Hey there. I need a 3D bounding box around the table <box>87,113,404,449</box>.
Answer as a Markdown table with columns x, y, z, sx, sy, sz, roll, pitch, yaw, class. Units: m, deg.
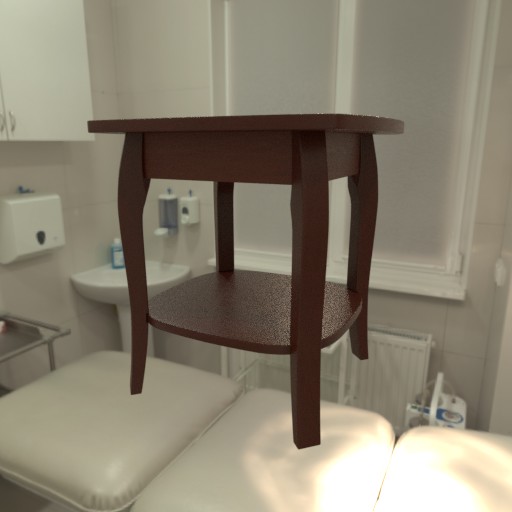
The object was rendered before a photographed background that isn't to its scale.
| x | y | z | sx | sy | sz | roll | pitch | yaw | class |
| --- | --- | --- | --- | --- | --- | --- | --- | --- | --- |
| 0.000 | 0.000 | 0.861 | 0.502 | 0.496 | 0.433 | 7 | 16 | 26 | table |
